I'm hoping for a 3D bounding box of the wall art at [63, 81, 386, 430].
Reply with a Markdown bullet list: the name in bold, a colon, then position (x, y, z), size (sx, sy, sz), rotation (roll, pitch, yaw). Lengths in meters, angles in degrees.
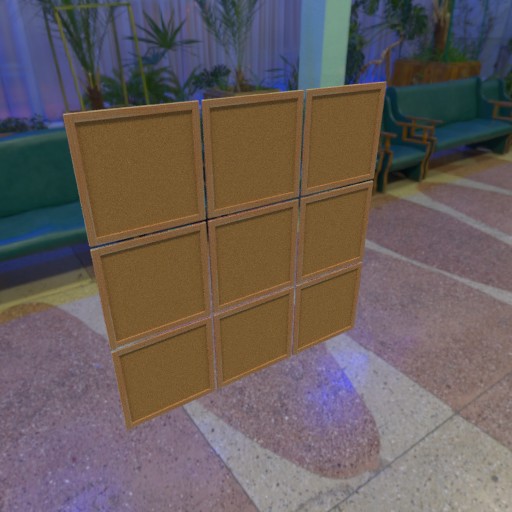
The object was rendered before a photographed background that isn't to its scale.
- **wall art**: position (0.000, 0.000, 2.197), size (1.521, 1.519, 0.013), rotation (-17, 33, -28)
